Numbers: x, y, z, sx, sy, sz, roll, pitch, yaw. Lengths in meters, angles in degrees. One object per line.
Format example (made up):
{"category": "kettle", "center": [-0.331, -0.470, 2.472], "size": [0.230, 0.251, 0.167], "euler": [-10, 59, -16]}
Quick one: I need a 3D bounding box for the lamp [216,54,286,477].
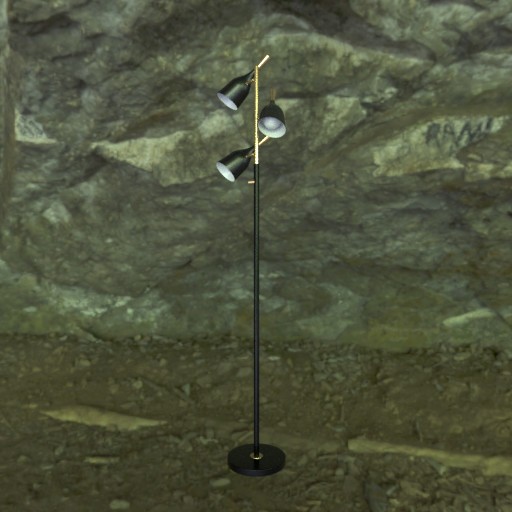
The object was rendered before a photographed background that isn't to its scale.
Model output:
{"category": "lamp", "center": [0.000, 0.000, 1.909], "size": [0.253, 1.778, 0.434], "euler": [0, 0, -36]}
